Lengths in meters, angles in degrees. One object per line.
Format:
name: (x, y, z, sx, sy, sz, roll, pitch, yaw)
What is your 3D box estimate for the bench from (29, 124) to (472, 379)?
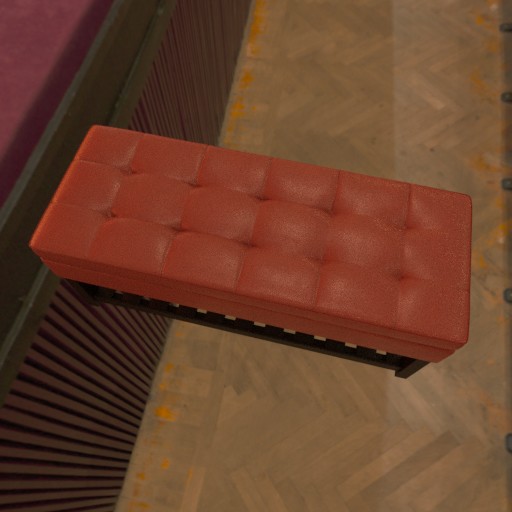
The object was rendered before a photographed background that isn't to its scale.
bench: (0.000, 0.000, 1.343, 1.105, 0.460, 0.432, 12, 64, 6)
